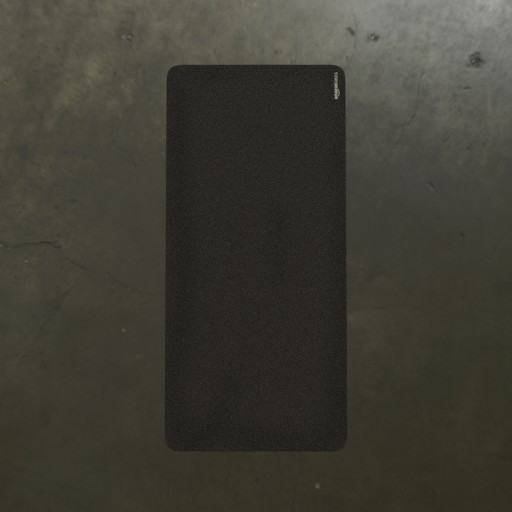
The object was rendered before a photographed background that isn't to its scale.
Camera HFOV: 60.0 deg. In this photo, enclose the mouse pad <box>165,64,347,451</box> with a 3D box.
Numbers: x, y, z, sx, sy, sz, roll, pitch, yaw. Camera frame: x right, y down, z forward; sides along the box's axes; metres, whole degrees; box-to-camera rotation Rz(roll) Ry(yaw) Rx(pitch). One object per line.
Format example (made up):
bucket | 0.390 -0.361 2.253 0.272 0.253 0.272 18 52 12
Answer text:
mouse pad | 0.000 0.000 1.040 0.424 0.003 0.907 0 89 0
